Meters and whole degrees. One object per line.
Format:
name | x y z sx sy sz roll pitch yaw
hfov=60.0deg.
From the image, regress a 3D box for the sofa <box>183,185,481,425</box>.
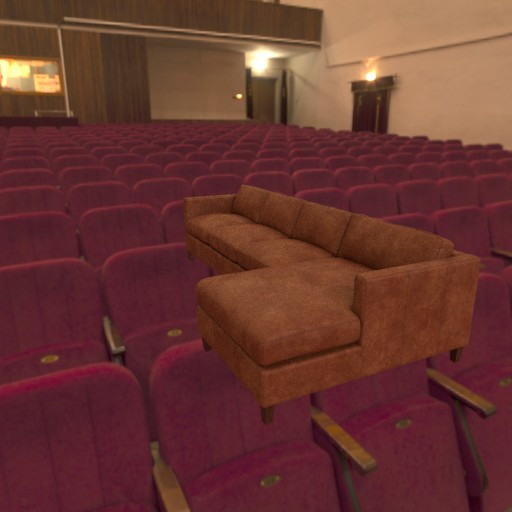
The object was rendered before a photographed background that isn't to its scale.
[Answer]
sofa | 0.000 0.000 3.899 1.581 0.883 3.203 -8 18 -26
